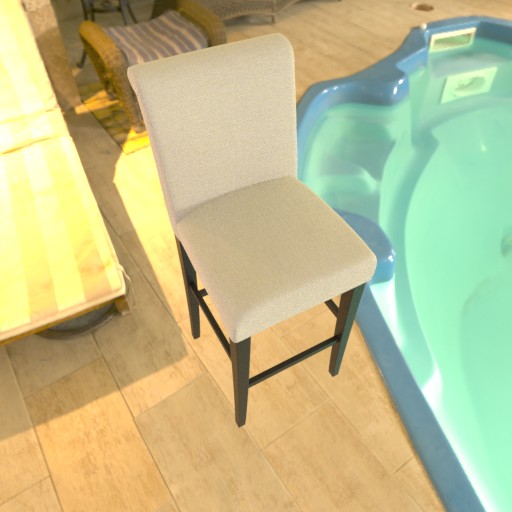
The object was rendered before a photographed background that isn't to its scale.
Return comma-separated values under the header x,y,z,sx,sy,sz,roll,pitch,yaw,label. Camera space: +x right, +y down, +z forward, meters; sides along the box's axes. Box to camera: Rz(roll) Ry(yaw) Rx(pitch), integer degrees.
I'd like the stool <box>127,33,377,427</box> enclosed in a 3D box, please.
x,y,z,sx,sy,sz,roll,pitch,yaw,label
0.000,0.000,1.434,0.452,1.124,0.597,-22,52,-19,stool
